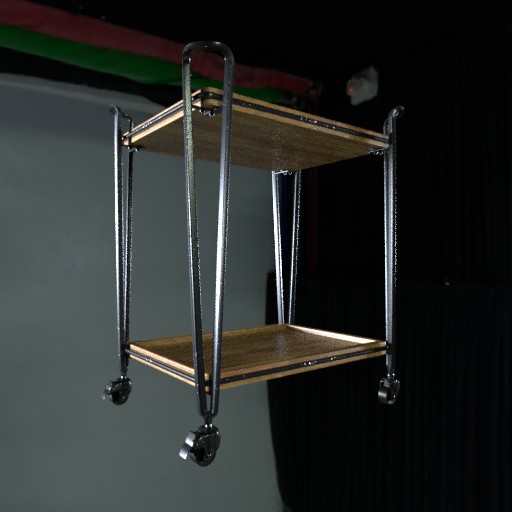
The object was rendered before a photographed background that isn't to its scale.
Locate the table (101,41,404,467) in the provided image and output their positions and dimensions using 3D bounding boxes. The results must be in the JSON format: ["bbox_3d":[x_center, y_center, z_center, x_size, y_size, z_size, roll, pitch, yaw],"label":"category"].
[{"bbox_3d":[0.000,0.000,1.181,0.672,0.785,0.505,0,0,-38],"label":"table"}]
